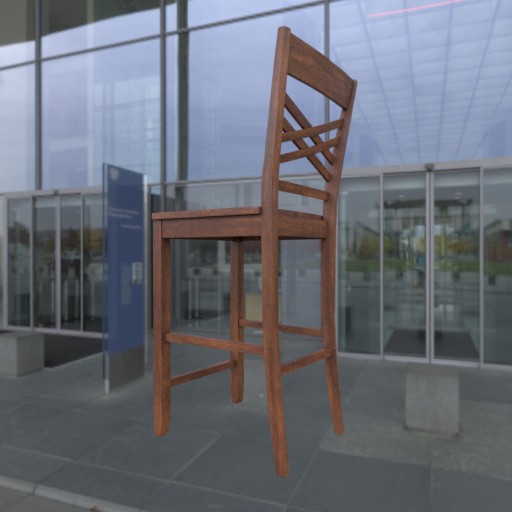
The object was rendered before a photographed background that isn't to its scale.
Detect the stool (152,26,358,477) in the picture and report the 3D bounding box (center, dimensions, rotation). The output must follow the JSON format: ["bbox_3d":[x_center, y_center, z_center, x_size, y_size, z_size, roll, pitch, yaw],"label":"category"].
[{"bbox_3d":[0.000,0.000,1.361,0.504,1.098,0.426,0,0,36],"label":"stool"}]
